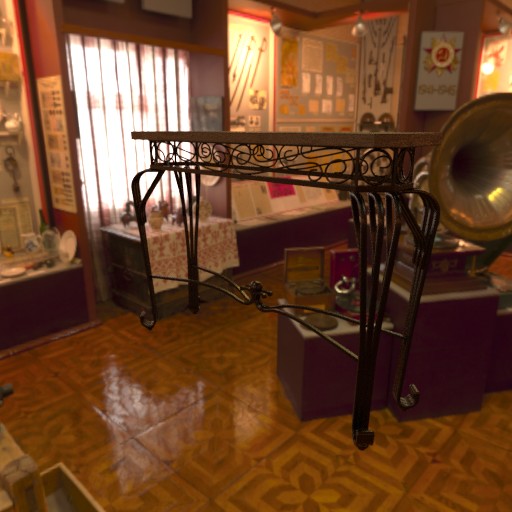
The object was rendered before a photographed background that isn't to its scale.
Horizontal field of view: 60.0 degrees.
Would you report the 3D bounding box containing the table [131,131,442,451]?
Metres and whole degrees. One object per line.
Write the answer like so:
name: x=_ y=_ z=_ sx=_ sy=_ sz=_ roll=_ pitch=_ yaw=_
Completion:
table: x=0.000 y=0.000 z=1.484 sx=1.112 sy=0.800 sz=0.329 roll=15 pitch=22 yaw=43
